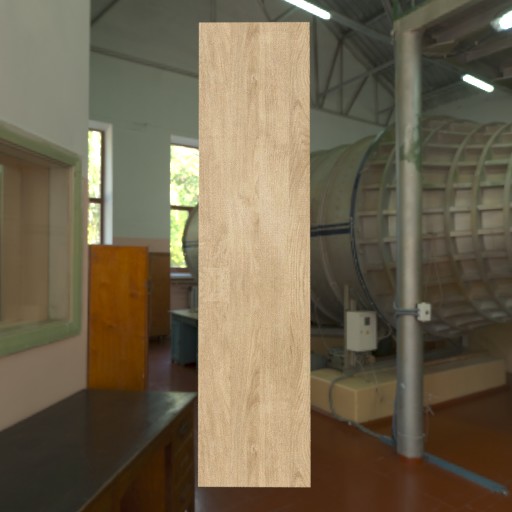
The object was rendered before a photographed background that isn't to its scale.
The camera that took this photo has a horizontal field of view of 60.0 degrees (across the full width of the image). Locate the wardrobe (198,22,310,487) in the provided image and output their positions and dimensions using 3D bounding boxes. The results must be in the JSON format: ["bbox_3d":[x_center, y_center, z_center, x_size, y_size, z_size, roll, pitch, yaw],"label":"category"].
[{"bbox_3d":[0.000,0.000,2.793,0.480,2.000,1.770,0,-1,0],"label":"wardrobe"}]
